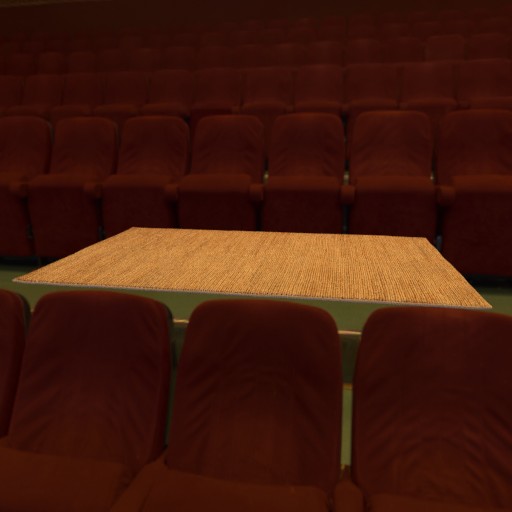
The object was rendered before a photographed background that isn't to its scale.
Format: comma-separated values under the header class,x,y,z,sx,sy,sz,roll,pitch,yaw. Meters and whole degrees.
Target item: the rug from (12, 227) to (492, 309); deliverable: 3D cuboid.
class,x,y,z,sx,sy,sz,roll,pitch,yaw
rug,0.000,0.000,2.935,2.438,0.034,1.521,2,15,9
